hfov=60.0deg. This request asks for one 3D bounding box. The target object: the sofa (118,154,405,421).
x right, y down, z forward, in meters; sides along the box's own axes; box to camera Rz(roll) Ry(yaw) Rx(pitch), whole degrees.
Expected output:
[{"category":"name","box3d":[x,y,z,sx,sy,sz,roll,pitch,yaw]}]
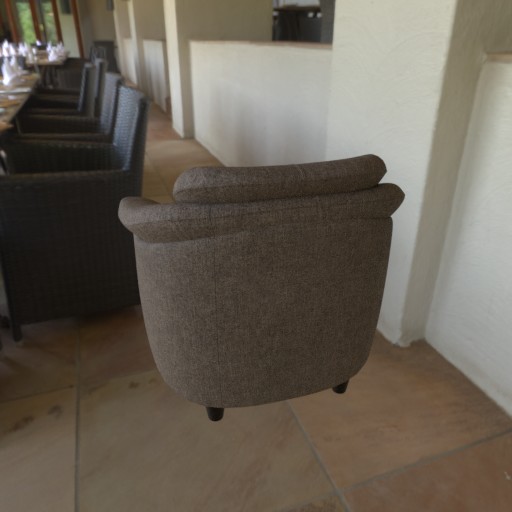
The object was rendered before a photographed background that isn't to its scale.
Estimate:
[{"category":"sofa","box3d":[0.000,0.000,1.520,0.870,0.811,0.794,-7,27,-15]}]
